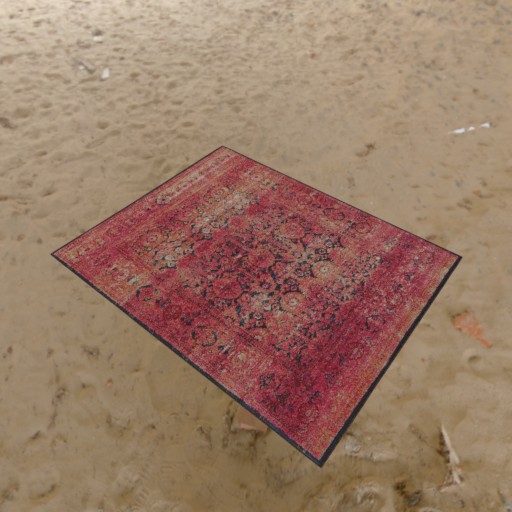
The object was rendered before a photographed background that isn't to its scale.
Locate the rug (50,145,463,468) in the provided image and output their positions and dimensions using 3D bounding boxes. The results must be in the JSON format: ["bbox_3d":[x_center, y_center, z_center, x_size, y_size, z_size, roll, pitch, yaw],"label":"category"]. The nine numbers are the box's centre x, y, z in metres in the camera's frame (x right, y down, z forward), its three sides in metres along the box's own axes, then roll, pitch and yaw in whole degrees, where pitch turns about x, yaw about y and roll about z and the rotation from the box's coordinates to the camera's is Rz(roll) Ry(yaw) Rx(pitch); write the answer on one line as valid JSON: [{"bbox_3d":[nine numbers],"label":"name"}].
[{"bbox_3d":[0.000,0.000,4.151,3.032,0.020,2.411,30,53,26],"label":"rug"}]
